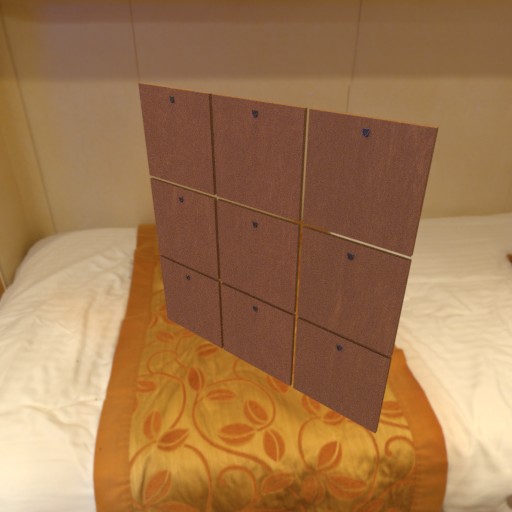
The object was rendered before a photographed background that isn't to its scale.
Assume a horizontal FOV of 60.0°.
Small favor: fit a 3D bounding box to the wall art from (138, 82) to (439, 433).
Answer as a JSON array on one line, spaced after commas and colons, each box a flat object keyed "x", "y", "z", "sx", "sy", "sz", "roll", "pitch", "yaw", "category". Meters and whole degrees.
[{"x": 0.000, "y": 0.000, "z": 1.354, "sx": 0.915, "sy": 0.913, "sz": 0.018, "roll": 21, "pitch": 36, "yaw": 32, "category": "wall art"}]
